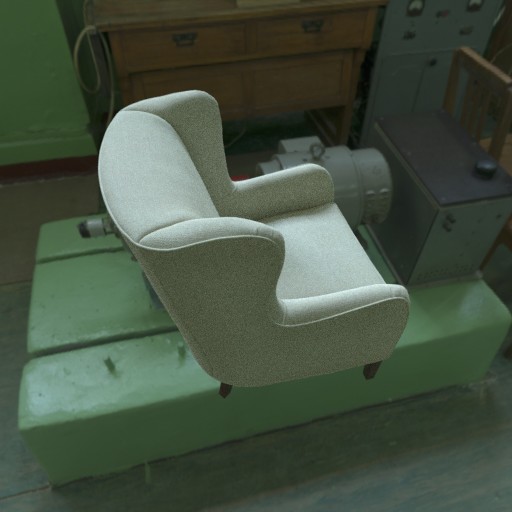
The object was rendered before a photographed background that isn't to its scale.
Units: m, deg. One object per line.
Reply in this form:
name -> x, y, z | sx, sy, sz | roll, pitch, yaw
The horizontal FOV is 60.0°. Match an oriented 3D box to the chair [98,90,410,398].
chair -> 0.000, 0.000, 1.747 | 0.966, 1.040, 0.838 | -11, 47, -11
